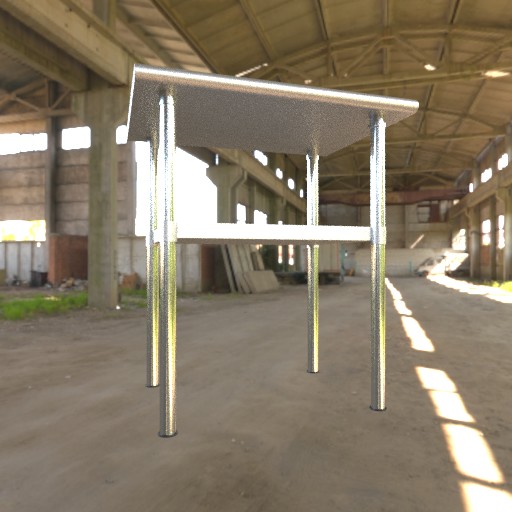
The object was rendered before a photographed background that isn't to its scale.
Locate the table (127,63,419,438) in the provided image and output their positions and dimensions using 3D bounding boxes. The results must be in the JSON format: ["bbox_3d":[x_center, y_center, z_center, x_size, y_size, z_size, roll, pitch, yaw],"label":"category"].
[{"bbox_3d":[0.000,0.000,1.388,0.762,0.876,0.584,0,0,-18],"label":"table"}]
